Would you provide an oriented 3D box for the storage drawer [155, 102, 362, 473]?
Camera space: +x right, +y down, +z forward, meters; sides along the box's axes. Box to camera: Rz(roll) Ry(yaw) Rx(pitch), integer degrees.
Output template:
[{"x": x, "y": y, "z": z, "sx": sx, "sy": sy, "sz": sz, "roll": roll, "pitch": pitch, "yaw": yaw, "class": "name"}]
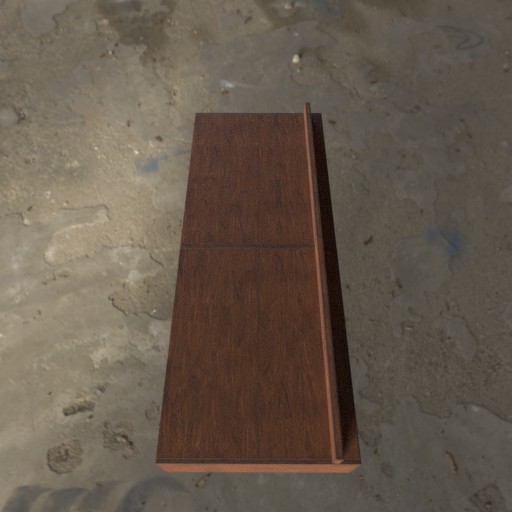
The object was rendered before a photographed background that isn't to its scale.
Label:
[{"x": 0.000, "y": 0.000, "z": 2.204, "sx": 0.774, "sy": 0.339, "sz": 1.914, "roll": 0, "pitch": 57, "yaw": 0, "class": "storage drawer"}]
